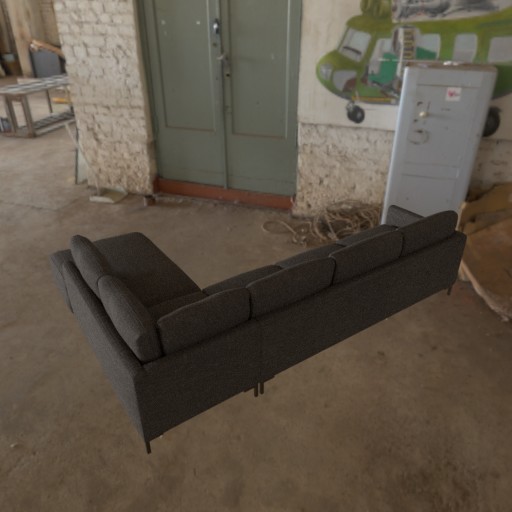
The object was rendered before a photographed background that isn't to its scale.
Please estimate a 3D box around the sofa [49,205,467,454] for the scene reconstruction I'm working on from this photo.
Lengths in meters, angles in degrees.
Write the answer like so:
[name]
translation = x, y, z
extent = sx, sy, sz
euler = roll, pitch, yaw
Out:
[sofa]
translation = 0.000, 0.000, 3.769
extent = 2.949, 0.815, 2.007
euler = -19, 35, -29
